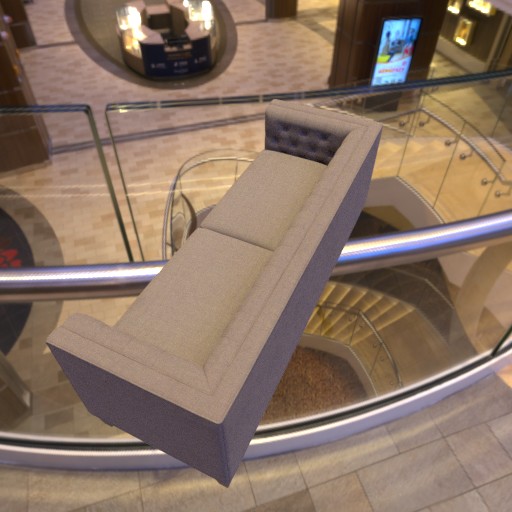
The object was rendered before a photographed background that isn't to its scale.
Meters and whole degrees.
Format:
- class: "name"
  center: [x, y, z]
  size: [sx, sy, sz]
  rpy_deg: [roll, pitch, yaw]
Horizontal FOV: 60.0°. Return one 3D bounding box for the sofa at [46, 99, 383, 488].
- class: "sofa"
  center: [0.000, 0.000, 2.519]
  size: [0.775, 0.762, 2.159]
  rpy_deg: [19, 49, 17]
